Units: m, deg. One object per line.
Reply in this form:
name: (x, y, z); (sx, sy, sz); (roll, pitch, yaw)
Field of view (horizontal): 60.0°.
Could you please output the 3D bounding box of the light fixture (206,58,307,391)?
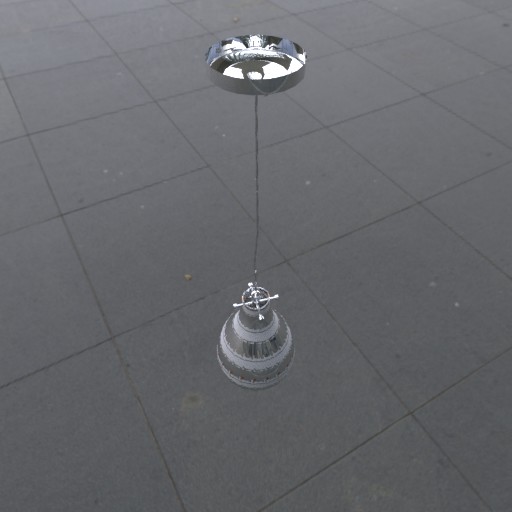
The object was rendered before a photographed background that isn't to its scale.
light fixture: (0.000, 0.000, 1.622); (0.374, 1.457, 0.374); (-11, 49, -10)
